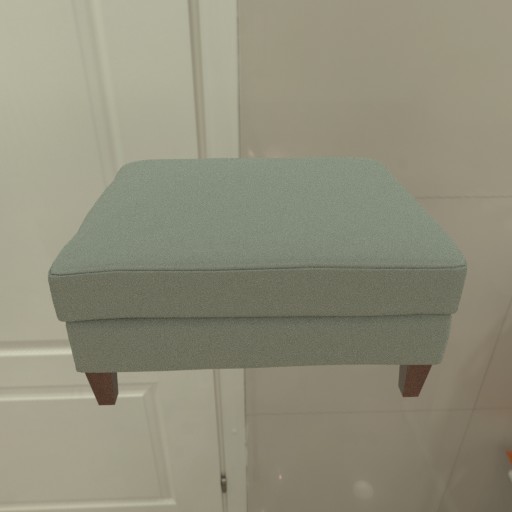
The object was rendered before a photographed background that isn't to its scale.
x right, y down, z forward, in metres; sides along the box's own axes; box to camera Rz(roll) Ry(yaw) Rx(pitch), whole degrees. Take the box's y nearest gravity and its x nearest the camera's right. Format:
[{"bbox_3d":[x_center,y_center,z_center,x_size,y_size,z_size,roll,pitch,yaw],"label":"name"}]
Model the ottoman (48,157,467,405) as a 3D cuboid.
[{"bbox_3d":[0.000,0.000,1.452,0.991,0.494,0.842,-1,30,-2],"label":"ottoman"}]
